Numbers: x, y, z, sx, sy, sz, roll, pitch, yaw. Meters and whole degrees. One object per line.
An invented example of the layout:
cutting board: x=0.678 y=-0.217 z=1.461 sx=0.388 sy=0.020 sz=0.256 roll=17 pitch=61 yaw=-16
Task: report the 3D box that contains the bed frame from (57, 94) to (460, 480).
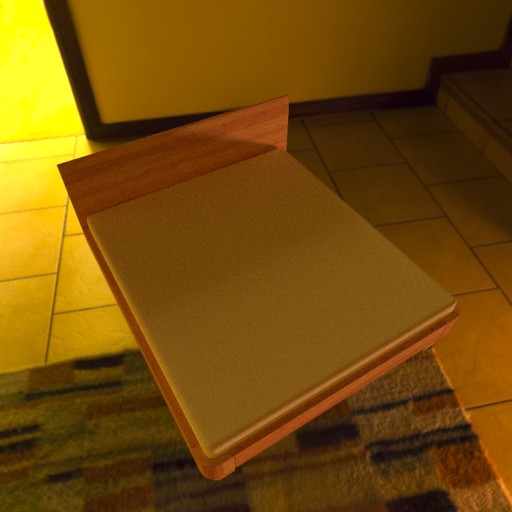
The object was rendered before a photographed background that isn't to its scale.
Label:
bed frame: x=0.000 y=0.000 z=3.050 sx=1.872 sy=0.940 sz=2.092 roll=-24 pitch=52 yaw=-21
